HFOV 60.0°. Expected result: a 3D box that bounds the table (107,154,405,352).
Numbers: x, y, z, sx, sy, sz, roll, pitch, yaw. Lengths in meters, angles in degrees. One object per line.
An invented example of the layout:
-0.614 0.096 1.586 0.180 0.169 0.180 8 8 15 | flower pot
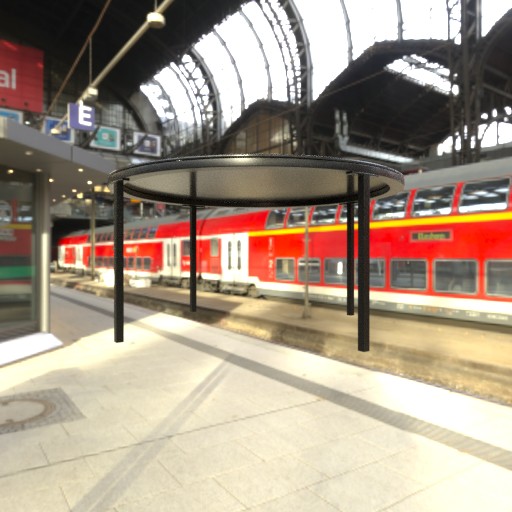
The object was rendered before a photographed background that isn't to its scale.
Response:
0.000 0.000 1.257 0.800 0.400 0.800 0 0 0 | table
